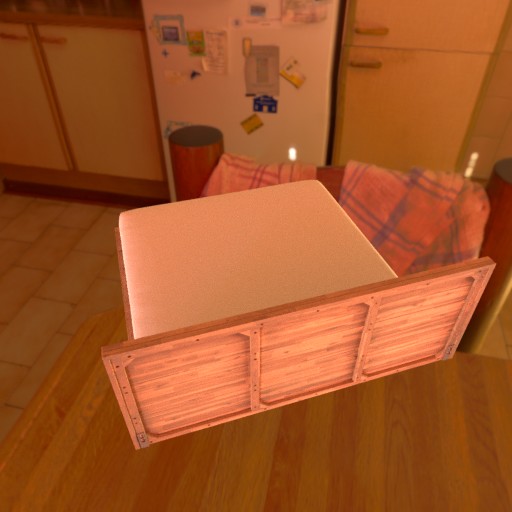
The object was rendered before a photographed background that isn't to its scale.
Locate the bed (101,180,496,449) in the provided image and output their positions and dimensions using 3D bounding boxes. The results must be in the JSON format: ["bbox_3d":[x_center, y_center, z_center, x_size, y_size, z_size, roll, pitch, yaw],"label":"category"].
[{"bbox_3d":[0.000,0.000,3.352,2.116,1.100,2.167,-12,42,-13],"label":"bed"}]
